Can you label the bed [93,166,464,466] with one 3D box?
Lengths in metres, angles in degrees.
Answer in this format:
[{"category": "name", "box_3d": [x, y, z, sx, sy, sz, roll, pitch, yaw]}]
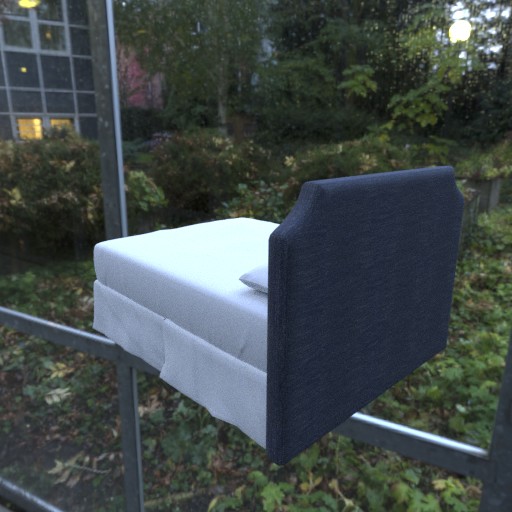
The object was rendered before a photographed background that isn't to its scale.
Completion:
[{"category": "bed", "box_3d": [0.000, 0.000, 3.113, 1.693, 1.290, 2.116, -14, 21, -41]}]
